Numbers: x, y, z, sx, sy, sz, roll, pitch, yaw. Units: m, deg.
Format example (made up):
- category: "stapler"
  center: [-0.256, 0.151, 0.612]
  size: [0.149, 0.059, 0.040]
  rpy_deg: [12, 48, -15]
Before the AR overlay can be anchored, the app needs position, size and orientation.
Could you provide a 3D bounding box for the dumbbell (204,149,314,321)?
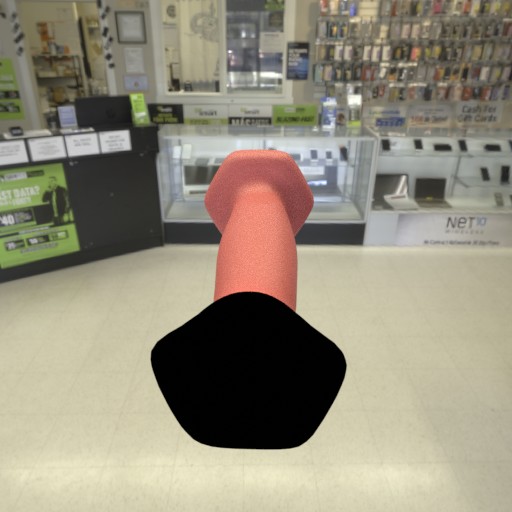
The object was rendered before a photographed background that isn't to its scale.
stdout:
- category: "dumbbell"
  center: [0.000, 0.000, 0.143]
  size: [0.047, 0.043, 0.123]
  rpy_deg: [1, 27, 1]
